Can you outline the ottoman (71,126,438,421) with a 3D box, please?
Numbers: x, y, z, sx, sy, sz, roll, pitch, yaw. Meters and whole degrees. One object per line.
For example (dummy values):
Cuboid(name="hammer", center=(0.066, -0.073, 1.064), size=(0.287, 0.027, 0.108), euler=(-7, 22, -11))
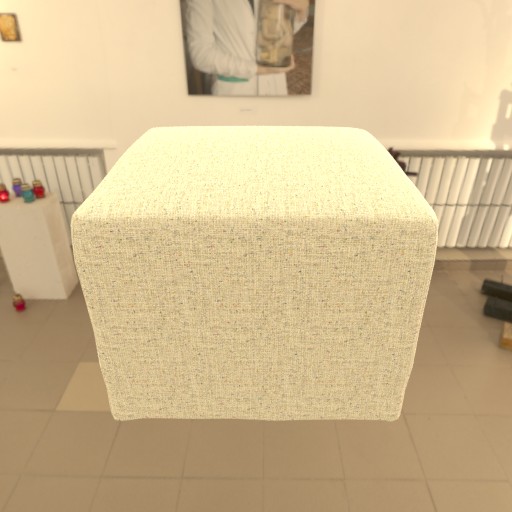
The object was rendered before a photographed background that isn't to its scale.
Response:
Cuboid(name="ottoman", center=(0.000, 0.000, 0.904), size=(0.521, 0.453, 0.512), euler=(0, 30, 0))
